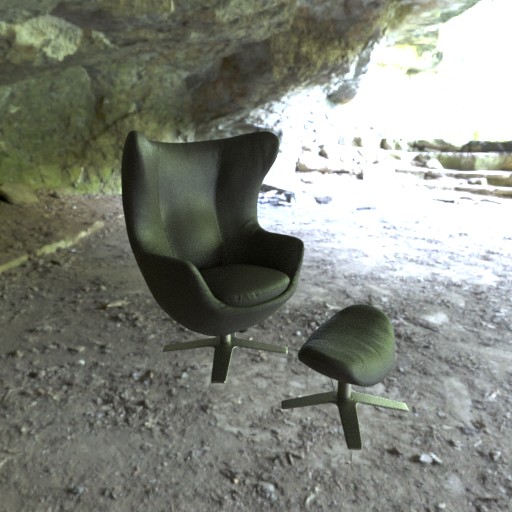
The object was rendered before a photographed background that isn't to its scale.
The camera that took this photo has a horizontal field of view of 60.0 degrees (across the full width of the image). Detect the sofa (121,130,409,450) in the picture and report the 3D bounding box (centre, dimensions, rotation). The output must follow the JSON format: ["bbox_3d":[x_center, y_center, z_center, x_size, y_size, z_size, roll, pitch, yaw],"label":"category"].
[{"bbox_3d":[0.000,0.000,2.080,0.894,1.135,1.444,-14,20,-41],"label":"sofa"}]
